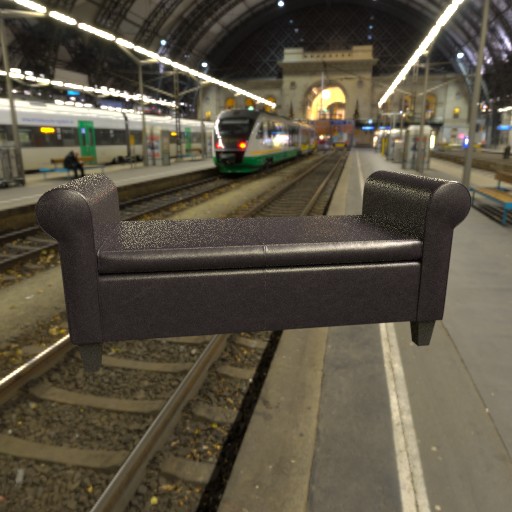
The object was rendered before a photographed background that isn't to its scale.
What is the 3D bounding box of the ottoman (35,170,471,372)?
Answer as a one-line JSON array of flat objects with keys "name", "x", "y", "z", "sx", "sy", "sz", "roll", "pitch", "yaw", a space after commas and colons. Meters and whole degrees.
[{"name": "ottoman", "x": 0.000, "y": 0.000, "z": 1.550, "sx": 1.256, "sy": 0.547, "sz": 0.521, "roll": -2, "pitch": 15, "yaw": -9}]
